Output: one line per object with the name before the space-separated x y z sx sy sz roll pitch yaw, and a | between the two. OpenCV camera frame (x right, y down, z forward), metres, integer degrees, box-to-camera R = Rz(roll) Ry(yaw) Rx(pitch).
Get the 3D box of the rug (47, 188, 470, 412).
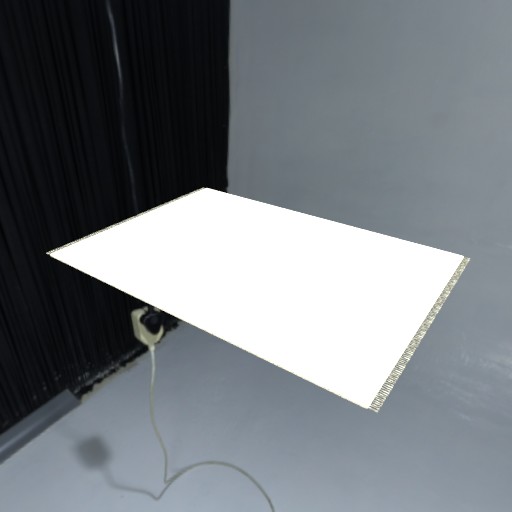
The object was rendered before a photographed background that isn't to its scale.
rug | 0.000 0.000 2.816 2.233 0.011 1.514 19 34 31
